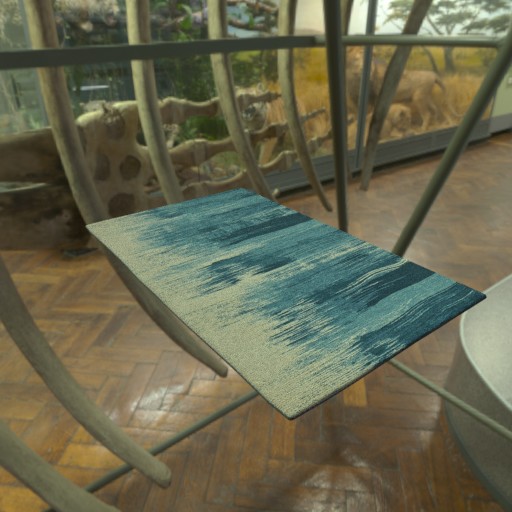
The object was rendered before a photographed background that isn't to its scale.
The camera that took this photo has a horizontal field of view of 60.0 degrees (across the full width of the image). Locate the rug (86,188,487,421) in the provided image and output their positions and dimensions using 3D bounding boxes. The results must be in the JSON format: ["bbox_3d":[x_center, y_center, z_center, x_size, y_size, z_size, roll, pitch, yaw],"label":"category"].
[{"bbox_3d":[0.000,0.000,3.022,1.540,0.027,2.450,-19,33,-33],"label":"rug"}]
